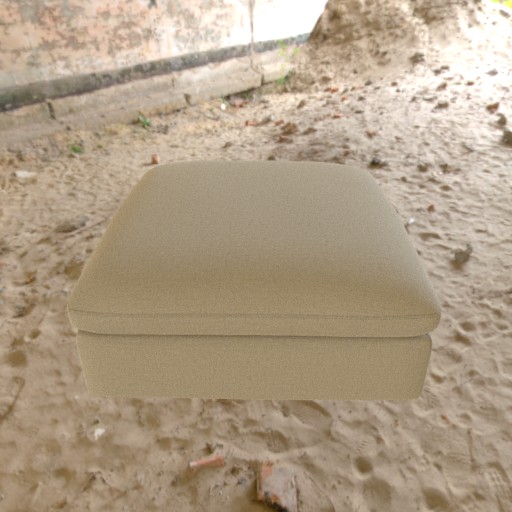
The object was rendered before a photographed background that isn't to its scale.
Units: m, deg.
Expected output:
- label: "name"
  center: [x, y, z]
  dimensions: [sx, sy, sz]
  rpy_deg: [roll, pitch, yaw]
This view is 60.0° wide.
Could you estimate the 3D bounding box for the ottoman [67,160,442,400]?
- label: "ottoman"
  center: [0.000, 0.000, 1.559]
  dimensions: [0.977, 0.467, 0.996]
  rpy_deg: [1, 32, 1]
